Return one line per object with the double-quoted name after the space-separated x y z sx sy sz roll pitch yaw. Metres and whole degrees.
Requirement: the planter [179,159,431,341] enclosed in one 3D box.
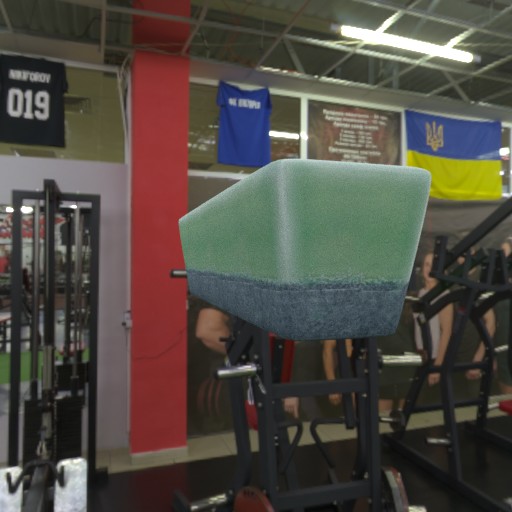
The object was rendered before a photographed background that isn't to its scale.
0.000 0.000 0.301 0.072 0.072 0.275 0 0 -17 "planter"
